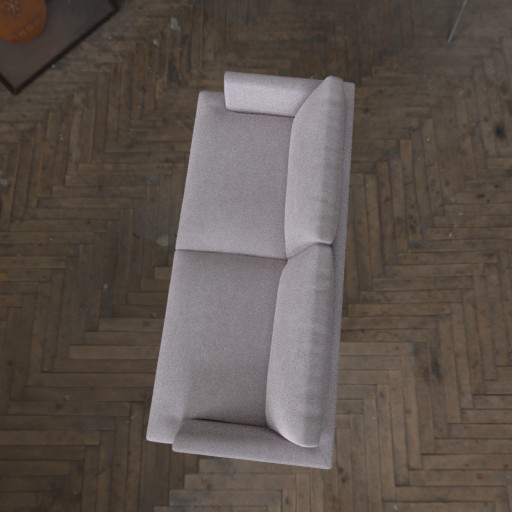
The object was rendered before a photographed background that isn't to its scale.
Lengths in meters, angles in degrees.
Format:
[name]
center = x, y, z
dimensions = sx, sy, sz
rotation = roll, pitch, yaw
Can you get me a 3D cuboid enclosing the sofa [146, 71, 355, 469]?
[sofa]
center = 0.000, 0.000, 2.718
dimensions = 1.020, 0.868, 2.250
rotation = 6, 76, 1
